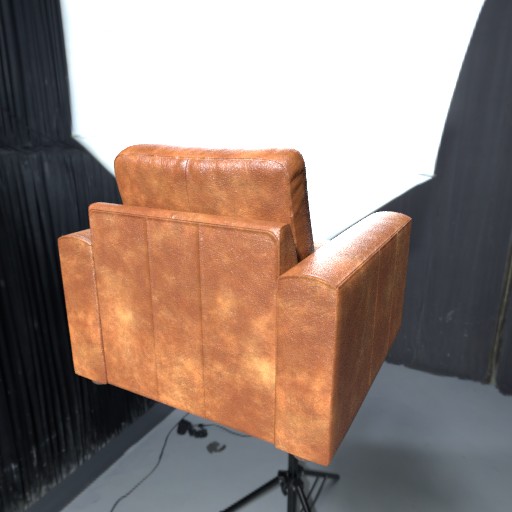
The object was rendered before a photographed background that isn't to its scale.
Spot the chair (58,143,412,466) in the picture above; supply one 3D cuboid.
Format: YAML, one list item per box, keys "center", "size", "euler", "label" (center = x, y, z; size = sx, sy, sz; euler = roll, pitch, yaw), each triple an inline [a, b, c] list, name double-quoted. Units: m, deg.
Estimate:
- center: [0.000, 0.000, 1.739]
  size: [1.005, 0.873, 1.016]
  euler: [9, 19, 27]
  label: "chair"
